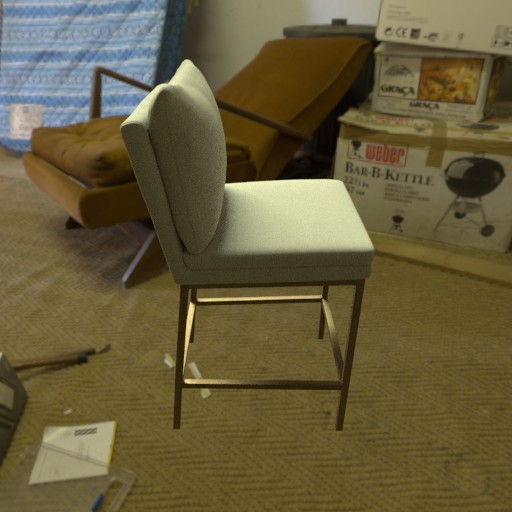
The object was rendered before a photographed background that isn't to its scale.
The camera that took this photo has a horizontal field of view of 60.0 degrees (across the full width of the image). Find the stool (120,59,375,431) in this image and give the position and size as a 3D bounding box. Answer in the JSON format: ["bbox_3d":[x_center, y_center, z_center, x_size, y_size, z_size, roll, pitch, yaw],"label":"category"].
[{"bbox_3d":[0.000,0.000,1.316,0.572,1.032,0.463,0,31,-1],"label":"stool"}]
